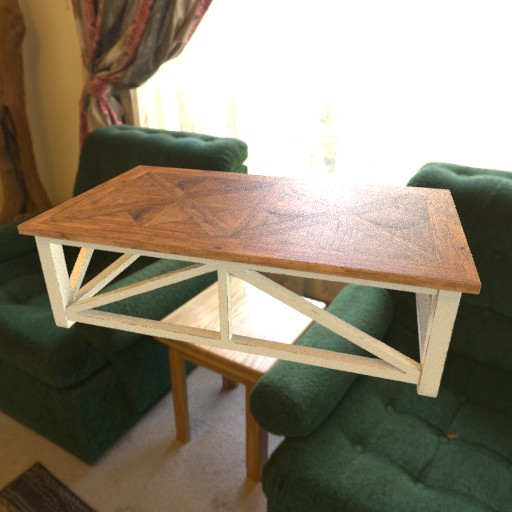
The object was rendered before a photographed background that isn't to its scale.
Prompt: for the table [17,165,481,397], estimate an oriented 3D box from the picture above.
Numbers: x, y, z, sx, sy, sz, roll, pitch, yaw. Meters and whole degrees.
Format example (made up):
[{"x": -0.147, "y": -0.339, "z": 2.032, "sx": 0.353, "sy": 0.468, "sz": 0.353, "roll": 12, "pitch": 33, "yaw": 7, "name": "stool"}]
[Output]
[{"x": 0.000, "y": 0.000, "z": 1.714, "sx": 1.400, "sy": 0.410, "sz": 0.800, "roll": 7, "pitch": 27, "yaw": 14, "name": "table"}]
